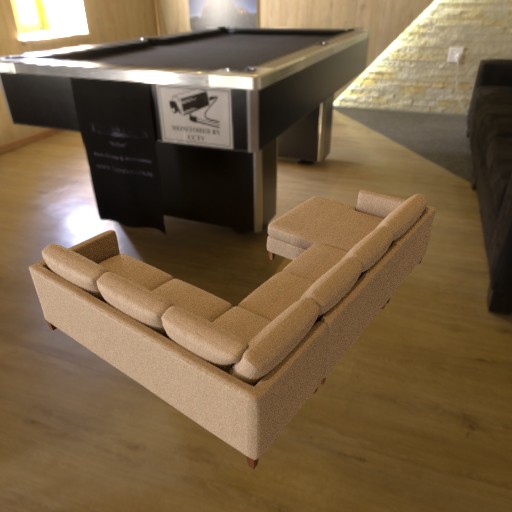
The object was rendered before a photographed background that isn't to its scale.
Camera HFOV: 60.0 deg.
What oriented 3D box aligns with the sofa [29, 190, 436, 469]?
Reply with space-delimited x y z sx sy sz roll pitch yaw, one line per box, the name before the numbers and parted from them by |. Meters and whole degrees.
sofa | 0.000 0.000 4.537 2.551 0.889 3.403 21 37 31
